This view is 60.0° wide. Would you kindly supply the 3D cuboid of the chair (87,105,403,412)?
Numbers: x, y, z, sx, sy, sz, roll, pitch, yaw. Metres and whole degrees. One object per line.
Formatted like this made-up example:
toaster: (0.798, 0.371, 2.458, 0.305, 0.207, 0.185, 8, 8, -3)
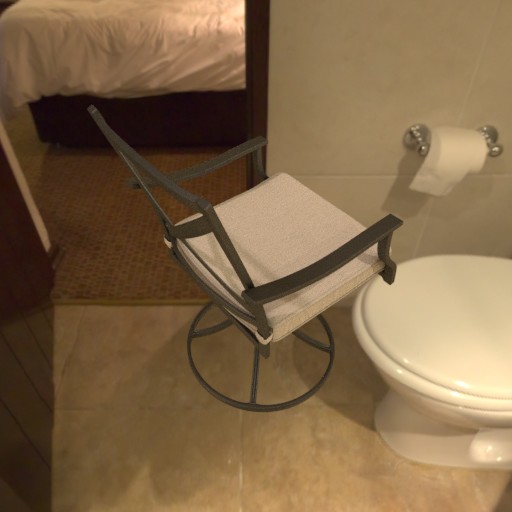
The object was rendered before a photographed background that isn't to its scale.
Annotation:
chair: (0.000, 0.000, 1.285, 0.620, 0.889, 0.575, -28, 49, -27)
